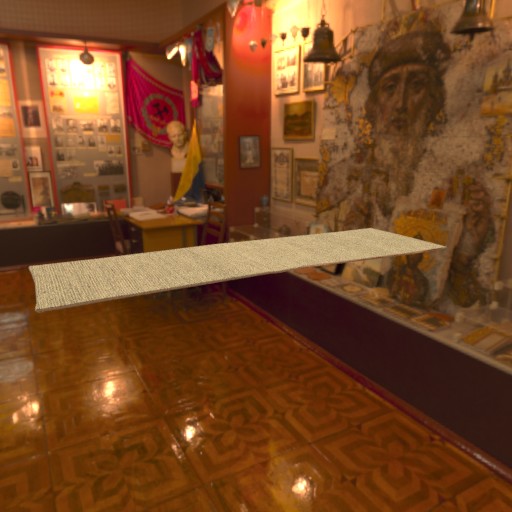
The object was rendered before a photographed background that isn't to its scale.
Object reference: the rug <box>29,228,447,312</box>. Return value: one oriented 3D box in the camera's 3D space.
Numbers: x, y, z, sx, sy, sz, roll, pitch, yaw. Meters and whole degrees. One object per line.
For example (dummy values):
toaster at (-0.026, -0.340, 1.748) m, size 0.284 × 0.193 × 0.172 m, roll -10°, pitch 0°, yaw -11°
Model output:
rug at (0.000, 0.000, 2.534) m, size 2.320 × 0.032 × 0.692 m, roll -7°, pitch 16°, yaw -26°
